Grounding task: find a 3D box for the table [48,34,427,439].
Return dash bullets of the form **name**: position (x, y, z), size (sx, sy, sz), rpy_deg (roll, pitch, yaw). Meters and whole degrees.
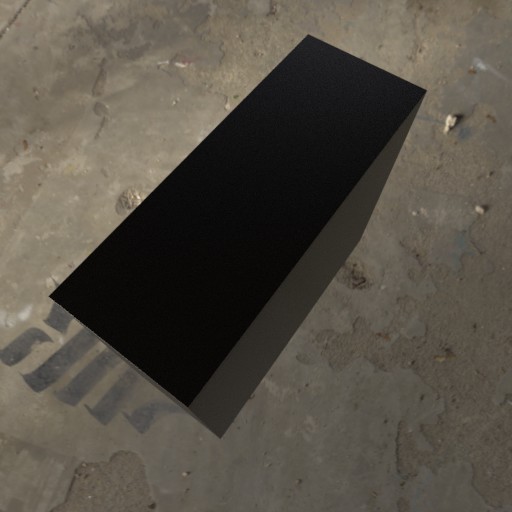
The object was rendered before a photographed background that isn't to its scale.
- **table**: position (0.000, 0.000, 1.341), size (0.380, 0.790, 0.930), rpy_deg (33, 68, 15)
